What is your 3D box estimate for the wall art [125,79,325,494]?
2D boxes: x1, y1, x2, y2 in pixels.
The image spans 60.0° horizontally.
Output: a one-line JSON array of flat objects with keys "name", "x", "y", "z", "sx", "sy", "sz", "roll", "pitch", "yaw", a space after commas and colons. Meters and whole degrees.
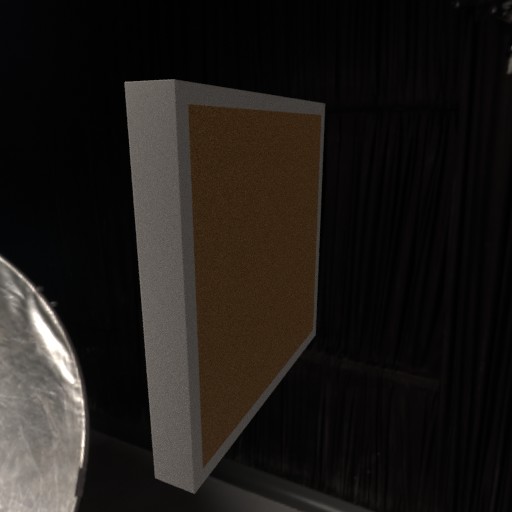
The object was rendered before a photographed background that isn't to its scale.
[{"name": "wall art", "x": 0.000, "y": 0.000, "z": 0.444, "sx": 0.038, "sy": 0.302, "sz": 0.305, "roll": 7, "pitch": 18, "yaw": 24}]
